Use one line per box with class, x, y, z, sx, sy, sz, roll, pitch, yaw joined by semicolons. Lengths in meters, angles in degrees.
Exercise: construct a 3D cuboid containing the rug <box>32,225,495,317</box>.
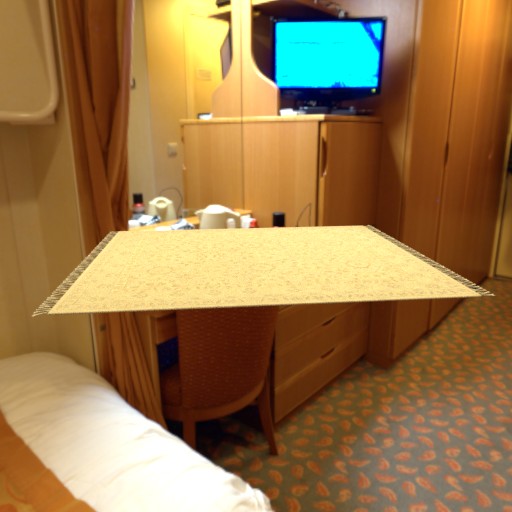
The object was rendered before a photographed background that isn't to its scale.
rug;0.000;0.000;4.020;3.043;0.013;2.444;-2;16;-6
